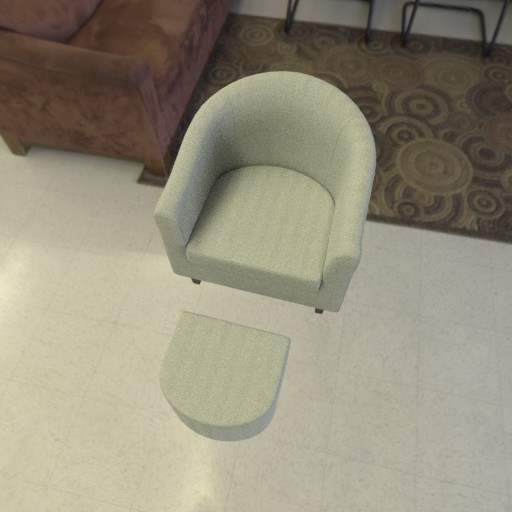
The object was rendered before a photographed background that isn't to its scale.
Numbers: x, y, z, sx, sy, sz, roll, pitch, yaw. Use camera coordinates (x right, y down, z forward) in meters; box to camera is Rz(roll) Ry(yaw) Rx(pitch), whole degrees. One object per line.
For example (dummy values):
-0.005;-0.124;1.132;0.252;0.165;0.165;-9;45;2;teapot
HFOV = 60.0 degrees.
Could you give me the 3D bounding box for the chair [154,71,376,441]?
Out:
0.000;0.000;1.726;0.756;0.757;1.288;13;59;8;chair
